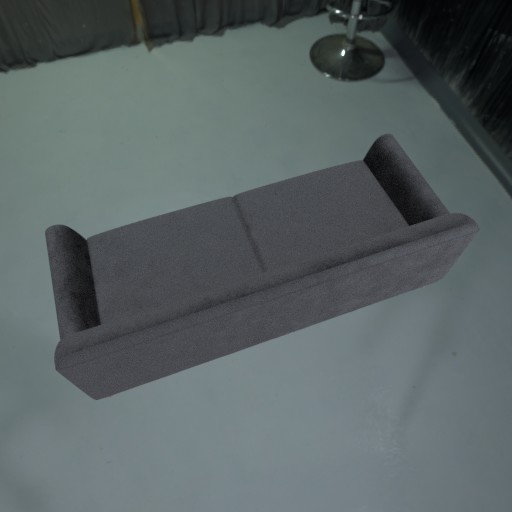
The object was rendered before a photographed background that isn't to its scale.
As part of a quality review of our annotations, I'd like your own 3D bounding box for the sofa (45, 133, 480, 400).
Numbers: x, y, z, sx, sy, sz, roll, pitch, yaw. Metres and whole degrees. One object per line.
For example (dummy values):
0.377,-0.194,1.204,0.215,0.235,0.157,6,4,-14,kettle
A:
0.000,0.000,2.623,2.190,0.740,0.900,-17,60,-10,sofa
